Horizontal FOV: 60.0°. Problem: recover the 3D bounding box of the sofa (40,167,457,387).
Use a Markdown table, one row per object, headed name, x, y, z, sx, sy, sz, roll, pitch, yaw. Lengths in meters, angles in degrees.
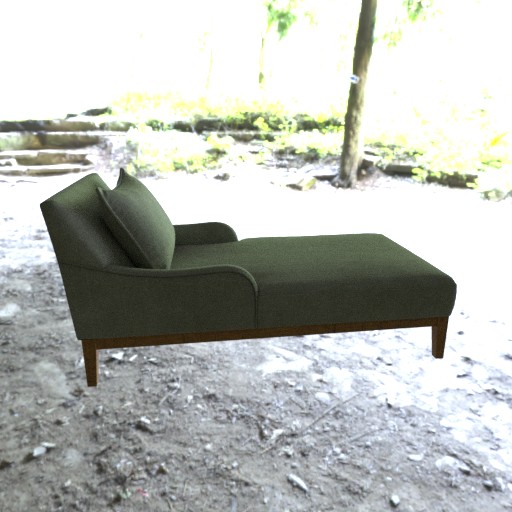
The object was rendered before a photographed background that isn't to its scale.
| name | x | y | z | sx | sy | sz | roll | pitch | yaw |
| --- | --- | --- | --- | --- | --- | --- | --- | --- | --- |
| sofa | 0.000 | 0.000 | 2.316 | 1.779 | 0.859 | 0.894 | -3 | 18 | -8 |
